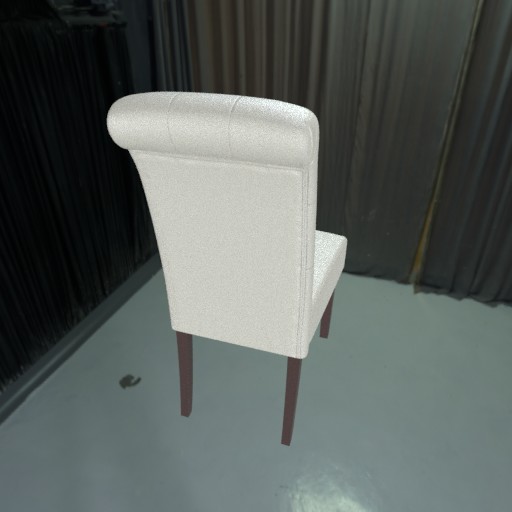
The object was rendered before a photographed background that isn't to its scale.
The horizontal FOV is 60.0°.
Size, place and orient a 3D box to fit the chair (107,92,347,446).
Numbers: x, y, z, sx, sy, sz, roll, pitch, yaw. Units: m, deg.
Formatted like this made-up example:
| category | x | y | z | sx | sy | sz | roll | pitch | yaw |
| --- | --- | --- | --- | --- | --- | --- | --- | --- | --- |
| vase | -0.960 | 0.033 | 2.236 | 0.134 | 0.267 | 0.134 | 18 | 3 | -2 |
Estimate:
| category | x | y | z | sx | sy | sz | roll | pitch | yaw |
| --- | --- | --- | --- | --- | --- | --- | --- | --- | --- |
| chair | 0.000 | 0.000 | 1.304 | 0.456 | 1.006 | 0.671 | 10 | 32 | 16 |
